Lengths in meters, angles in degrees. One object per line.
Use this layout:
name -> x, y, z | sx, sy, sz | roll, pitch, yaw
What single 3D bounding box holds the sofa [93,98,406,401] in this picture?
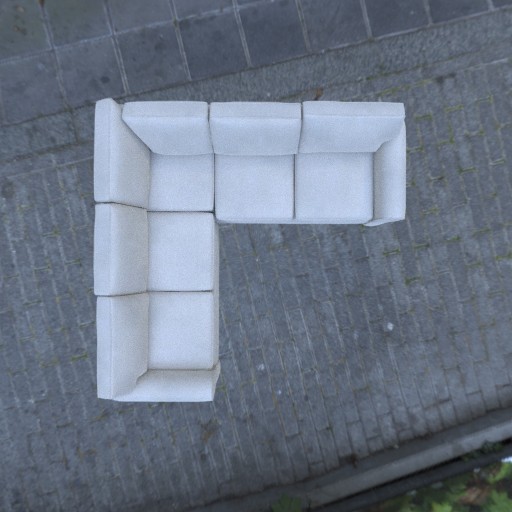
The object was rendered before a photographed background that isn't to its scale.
sofa -> 0.000, 0.000, 3.893 | 2.569, 1.054, 2.487 | 0, 89, 0
